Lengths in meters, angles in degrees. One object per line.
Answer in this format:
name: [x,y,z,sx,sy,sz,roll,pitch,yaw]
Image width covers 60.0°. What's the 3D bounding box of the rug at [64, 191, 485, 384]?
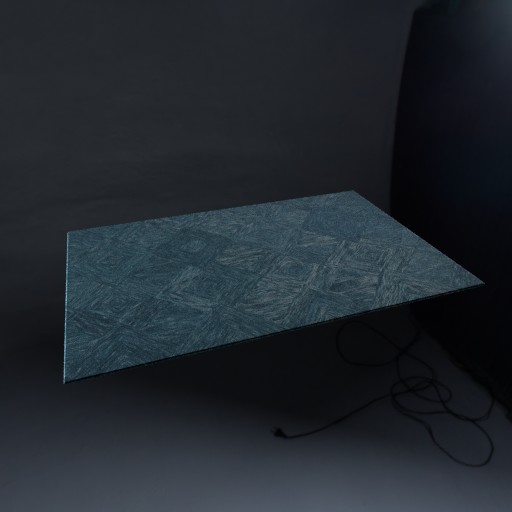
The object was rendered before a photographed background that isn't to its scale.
rug: [0.000,0.000,2.834,2.277,0.015,1.490,-10,32,-17]
